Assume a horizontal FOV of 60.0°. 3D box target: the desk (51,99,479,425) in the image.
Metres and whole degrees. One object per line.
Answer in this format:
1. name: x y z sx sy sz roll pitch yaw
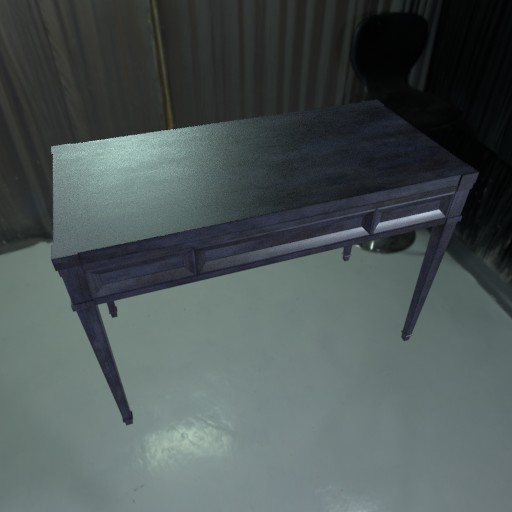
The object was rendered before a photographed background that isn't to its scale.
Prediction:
1. desk: 0.000 0.000 1.759 1.289 0.861 0.630 -13 43 -14
